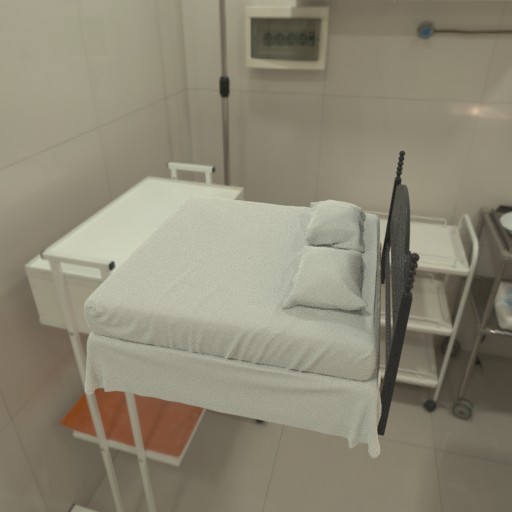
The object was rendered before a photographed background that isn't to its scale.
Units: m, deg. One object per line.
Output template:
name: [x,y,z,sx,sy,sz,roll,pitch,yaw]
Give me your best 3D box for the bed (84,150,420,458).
bed: [0.000,0.000,3.599,2.219,1.355,2.322,7,31,12]
